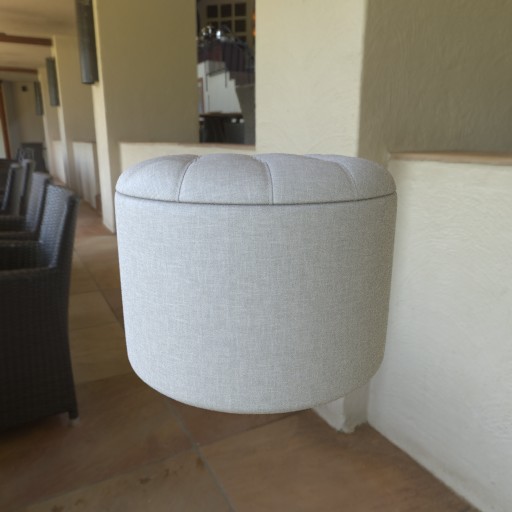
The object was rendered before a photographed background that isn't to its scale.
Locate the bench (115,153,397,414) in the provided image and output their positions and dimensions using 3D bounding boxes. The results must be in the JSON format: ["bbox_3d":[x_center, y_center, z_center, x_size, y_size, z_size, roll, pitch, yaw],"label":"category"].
[{"bbox_3d":[0.000,0.000,1.017,0.600,0.453,0.600,0,15,0],"label":"bench"}]
